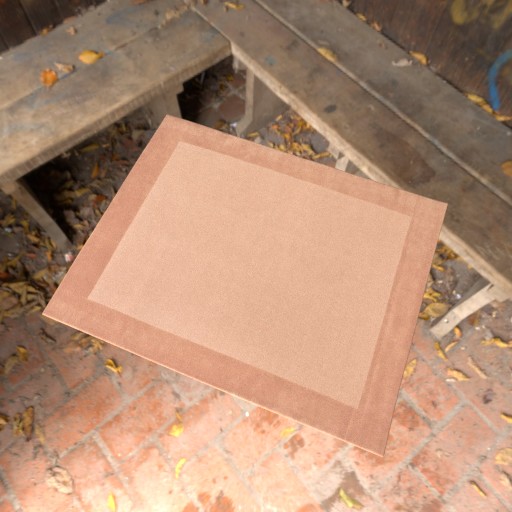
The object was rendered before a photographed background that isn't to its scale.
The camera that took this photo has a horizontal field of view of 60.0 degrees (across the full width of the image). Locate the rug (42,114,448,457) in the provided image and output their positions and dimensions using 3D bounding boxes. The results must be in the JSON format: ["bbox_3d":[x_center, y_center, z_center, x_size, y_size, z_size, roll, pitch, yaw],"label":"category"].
[{"bbox_3d":[0.000,0.000,4.086,3.057,0.021,2.431,20,67,9],"label":"rug"}]
